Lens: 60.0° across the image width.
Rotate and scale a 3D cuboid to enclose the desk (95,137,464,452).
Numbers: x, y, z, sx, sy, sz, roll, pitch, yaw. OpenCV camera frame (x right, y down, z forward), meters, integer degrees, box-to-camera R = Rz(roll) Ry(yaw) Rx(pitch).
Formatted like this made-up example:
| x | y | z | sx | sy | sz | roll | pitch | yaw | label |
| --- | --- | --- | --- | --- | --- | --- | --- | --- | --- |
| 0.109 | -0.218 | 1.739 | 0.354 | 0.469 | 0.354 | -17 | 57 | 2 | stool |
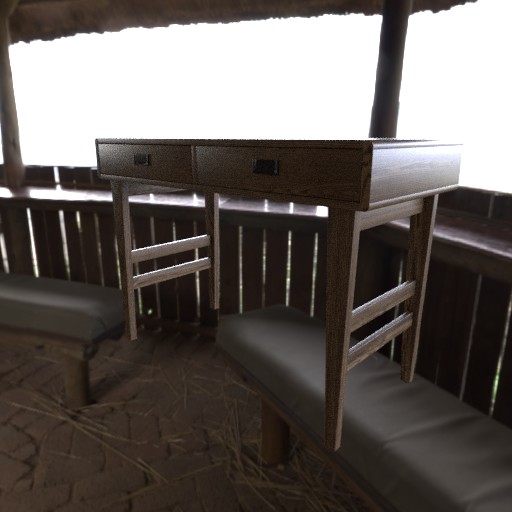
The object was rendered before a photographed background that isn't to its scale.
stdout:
| x | y | z | sx | sy | sz | roll | pitch | yaw | label |
| --- | --- | --- | --- | --- | --- | --- | --- | --- | --- |
| 0.000 | 0.000 | 1.469 | 1.067 | 0.755 | 0.508 | 14 | 20 | 41 | desk |
